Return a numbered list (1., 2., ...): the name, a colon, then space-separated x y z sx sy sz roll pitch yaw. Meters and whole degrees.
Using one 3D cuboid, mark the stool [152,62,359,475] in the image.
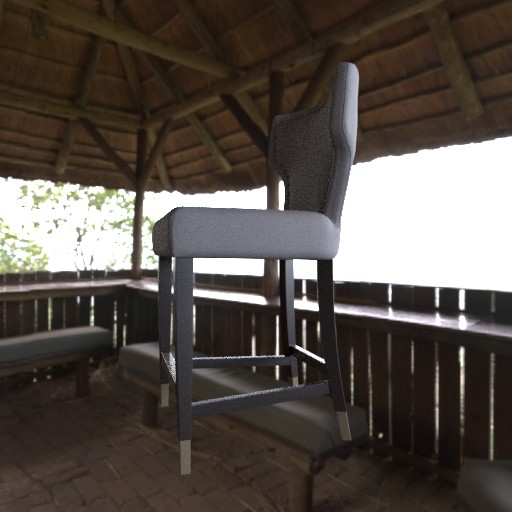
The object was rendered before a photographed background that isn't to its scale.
1. stool: 0.000 0.000 1.297 0.563 0.982 0.527 0 0 -17
